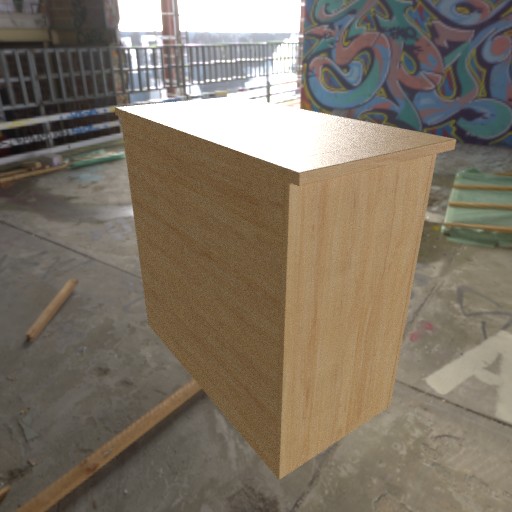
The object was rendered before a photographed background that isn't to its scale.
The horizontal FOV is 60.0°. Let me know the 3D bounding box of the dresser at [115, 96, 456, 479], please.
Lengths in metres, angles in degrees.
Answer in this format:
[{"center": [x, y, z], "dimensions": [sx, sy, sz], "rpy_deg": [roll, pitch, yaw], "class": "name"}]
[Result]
[{"center": [0.000, 0.000, 1.230], "dimensions": [0.410, 0.730, 0.800], "rpy_deg": [-18, 32, -31], "class": "dresser"}]
